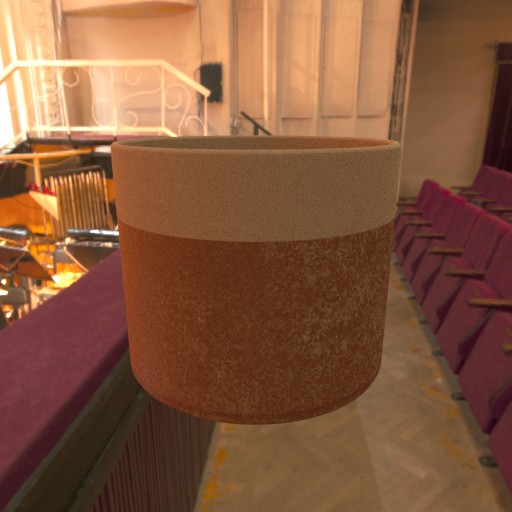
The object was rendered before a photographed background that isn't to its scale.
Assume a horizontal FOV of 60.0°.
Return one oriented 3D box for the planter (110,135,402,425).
[{"bbox_3d":[0.000,0.000,0.273,0.159,0.138,0.159,0,17,0],"label":"planter"}]
